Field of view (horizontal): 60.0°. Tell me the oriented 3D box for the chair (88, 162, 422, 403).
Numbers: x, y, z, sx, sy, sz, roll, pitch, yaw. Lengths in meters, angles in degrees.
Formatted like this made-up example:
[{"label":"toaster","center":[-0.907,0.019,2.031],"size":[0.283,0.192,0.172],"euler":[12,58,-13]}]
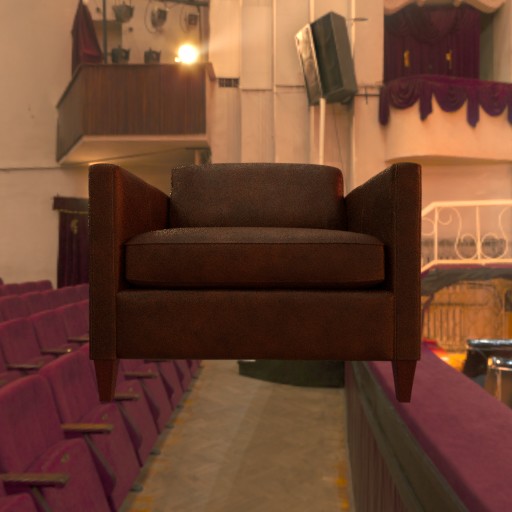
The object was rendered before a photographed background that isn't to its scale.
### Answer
[{"label":"chair","center":[0.000,0.000,1.753],"size":[0.990,0.864,0.975],"euler":[0,0,1]}]
